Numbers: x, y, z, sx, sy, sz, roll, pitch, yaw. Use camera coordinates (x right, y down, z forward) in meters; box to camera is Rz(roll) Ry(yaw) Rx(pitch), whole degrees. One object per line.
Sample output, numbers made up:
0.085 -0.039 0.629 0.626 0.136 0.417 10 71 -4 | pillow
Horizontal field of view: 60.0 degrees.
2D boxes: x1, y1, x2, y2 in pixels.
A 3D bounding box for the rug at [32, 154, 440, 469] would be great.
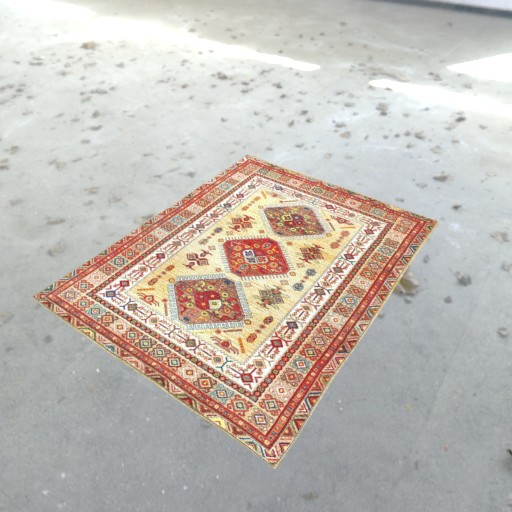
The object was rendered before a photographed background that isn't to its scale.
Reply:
0.000 0.000 4.132 2.460 0.005 3.067 25 47 26 | rug
